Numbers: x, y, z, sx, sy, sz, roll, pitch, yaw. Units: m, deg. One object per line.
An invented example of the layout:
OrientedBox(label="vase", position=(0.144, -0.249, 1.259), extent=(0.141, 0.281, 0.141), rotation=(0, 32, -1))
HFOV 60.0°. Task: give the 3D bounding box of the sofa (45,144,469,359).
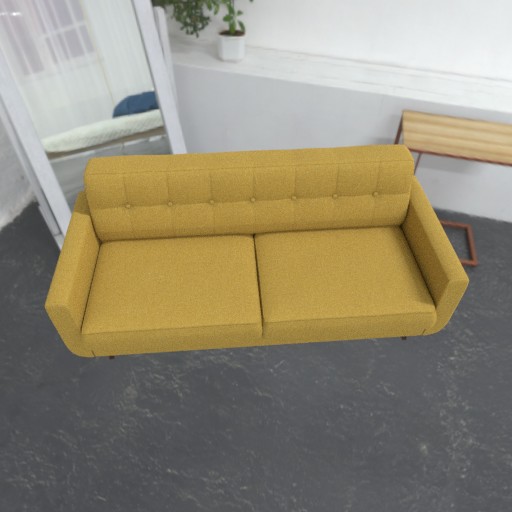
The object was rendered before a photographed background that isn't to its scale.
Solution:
OrientedBox(label="sofa", position=(0.000, 0.000, 2.474), extent=(2.029, 0.841, 0.909), rotation=(-3, 47, -3))
